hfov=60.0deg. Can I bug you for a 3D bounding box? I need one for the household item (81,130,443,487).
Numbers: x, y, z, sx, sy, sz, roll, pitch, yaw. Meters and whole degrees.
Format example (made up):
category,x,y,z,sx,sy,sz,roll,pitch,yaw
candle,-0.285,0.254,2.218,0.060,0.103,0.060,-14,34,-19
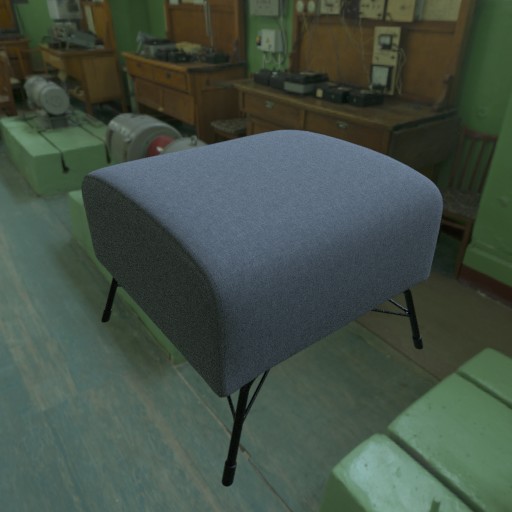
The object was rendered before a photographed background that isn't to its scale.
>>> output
category,x,y,z,sx,sy,sz,roll,pitch,yaw
household item,0.000,0.000,0.911,0.530,0.410,0.530,-22,37,-32
